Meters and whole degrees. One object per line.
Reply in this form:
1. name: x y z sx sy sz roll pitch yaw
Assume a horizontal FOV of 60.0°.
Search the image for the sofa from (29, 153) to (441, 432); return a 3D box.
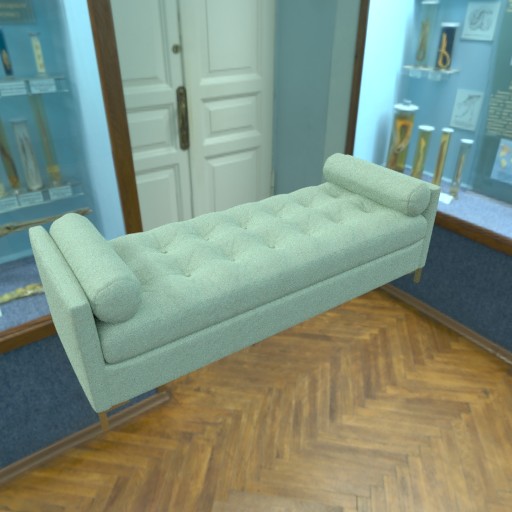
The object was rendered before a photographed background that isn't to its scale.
1. sofa: 0.000 0.000 2.457 2.102 0.705 0.796 -19 35 -29
